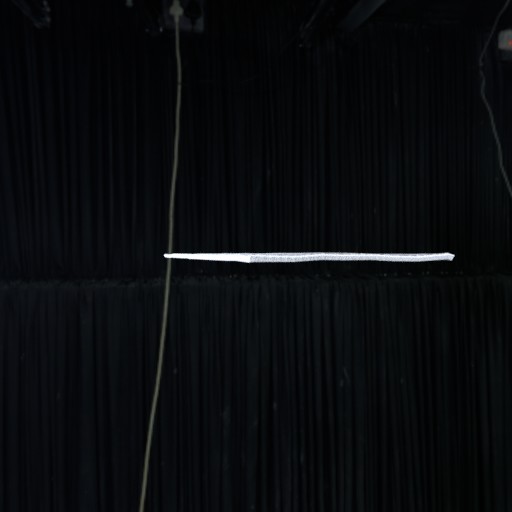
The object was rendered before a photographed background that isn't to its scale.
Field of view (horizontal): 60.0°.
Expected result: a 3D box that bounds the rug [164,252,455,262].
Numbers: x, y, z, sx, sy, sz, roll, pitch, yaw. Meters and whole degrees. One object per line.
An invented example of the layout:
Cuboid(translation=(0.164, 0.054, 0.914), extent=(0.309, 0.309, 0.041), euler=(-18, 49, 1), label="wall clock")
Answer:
Cuboid(translation=(0.000, 0.000, 2.704), extent=(0.832, 0.035, 2.381), euler=(0, 0, -18), label="rug")
